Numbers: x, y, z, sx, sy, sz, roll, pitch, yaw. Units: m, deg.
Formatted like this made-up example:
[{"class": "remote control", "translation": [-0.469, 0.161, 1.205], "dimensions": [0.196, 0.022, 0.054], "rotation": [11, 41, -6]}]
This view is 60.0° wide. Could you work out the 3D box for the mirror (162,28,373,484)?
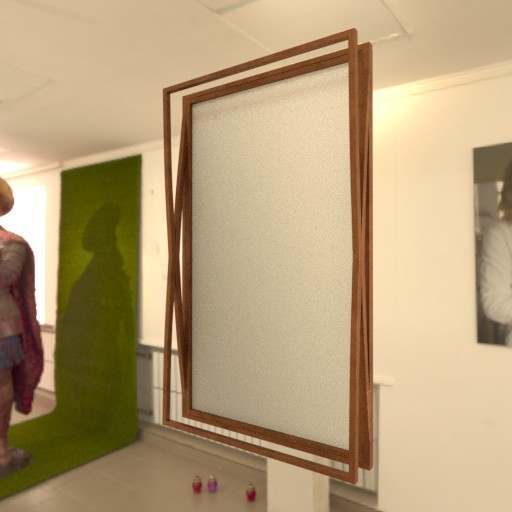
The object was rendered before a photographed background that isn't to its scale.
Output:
[{"class": "mirror", "translation": [0.000, 0.000, 0.909], "dimensions": [0.468, 0.768, 0.082], "rotation": [0, 0, 35]}]
